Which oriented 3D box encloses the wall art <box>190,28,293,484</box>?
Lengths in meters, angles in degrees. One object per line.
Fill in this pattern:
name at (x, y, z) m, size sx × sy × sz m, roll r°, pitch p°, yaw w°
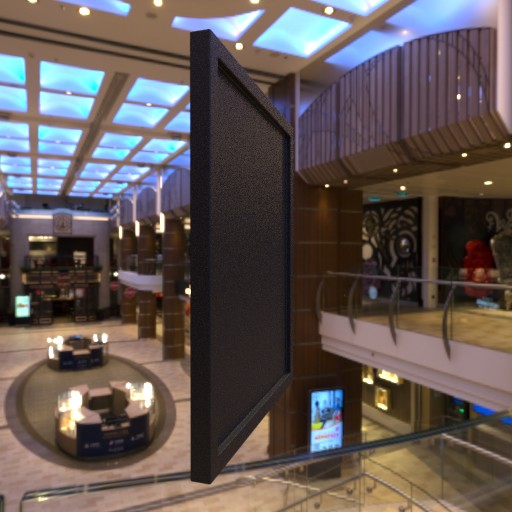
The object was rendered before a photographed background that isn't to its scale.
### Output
wall art at (0.000, 0.000, 0.764) m, size 0.028 × 0.559 × 0.457 m, roll 0°, pitch 1°, yaw 18°
